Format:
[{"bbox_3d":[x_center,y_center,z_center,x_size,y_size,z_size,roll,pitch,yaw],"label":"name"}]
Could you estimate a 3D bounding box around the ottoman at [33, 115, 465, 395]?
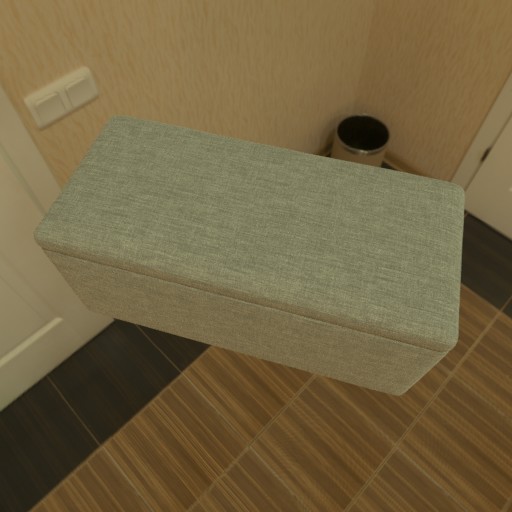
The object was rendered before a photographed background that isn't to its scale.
[{"bbox_3d":[0.000,0.000,1.131,0.902,0.432,0.419,14,59,8],"label":"ottoman"}]
